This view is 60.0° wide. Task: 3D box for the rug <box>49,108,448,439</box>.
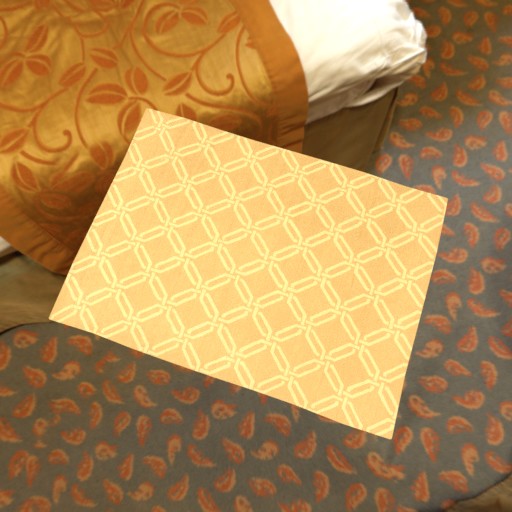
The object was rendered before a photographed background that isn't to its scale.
[{"bbox_3d":[0.000,0.000,4.370,3.365,0.020,2.452,18,75,5],"label":"rug"}]
